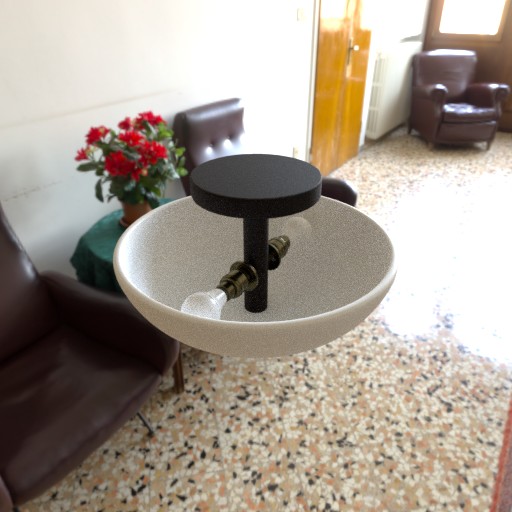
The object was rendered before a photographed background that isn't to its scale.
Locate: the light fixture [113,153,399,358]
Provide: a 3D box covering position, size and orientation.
[{"bbox_3d":[0.000,0.000,0.543,0.331,0.212,0.331,0,30,0],"label":"light fixture"}]
